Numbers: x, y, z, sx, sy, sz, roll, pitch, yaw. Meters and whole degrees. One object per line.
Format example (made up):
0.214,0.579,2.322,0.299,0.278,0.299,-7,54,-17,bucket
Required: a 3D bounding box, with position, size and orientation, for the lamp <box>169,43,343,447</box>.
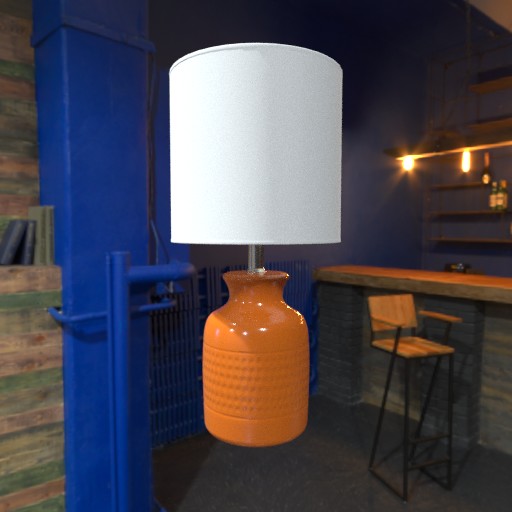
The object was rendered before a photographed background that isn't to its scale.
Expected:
0.000,0.000,1.113,0.418,0.871,0.418,-3,4,-37,lamp
